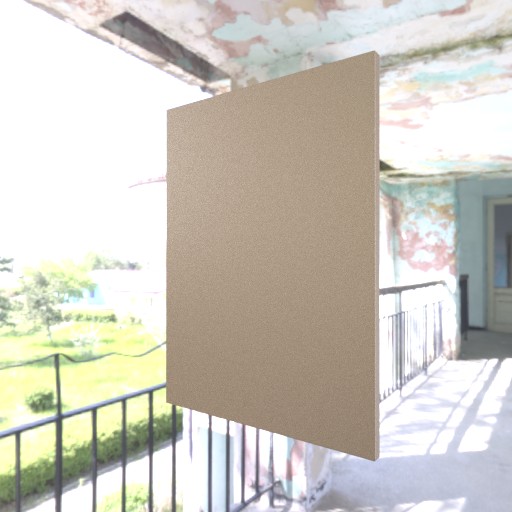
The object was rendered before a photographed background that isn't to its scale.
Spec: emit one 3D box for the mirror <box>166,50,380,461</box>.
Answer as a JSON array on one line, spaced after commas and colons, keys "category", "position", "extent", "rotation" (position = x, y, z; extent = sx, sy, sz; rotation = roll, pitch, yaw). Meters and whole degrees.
[{"category": "mirror", "position": [0.000, 0.000, 1.337], "extent": [0.756, 1.023, 0.032], "rotation": [0, 0, 36]}]
